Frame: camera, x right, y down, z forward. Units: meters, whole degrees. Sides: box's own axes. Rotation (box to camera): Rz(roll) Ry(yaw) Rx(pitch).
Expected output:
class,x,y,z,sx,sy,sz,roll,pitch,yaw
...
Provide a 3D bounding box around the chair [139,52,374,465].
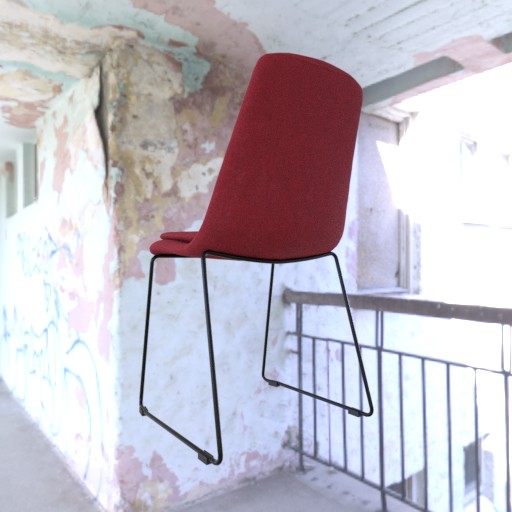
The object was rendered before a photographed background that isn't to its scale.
class,x,y,z,sx,sy,sz,roll,pitch,yaw
chair,0.000,0.000,1.175,0.479,0.858,0.518,0,0,-36
